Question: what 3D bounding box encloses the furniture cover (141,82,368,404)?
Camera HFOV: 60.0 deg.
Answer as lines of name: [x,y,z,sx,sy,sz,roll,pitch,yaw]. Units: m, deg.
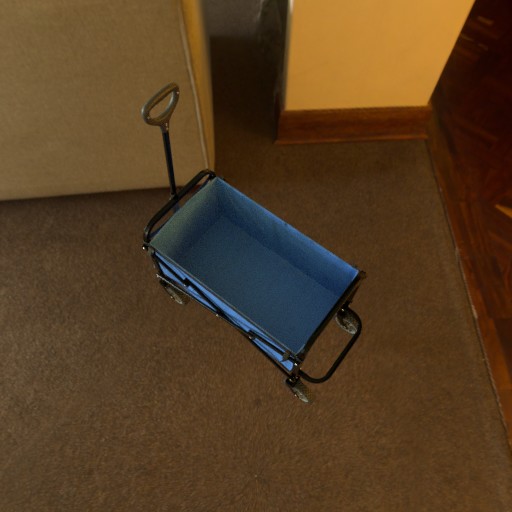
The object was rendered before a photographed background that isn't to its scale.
furniture cover: [0.000,0.000,1.814,1.038,1.295,0.532,35,69,16]
